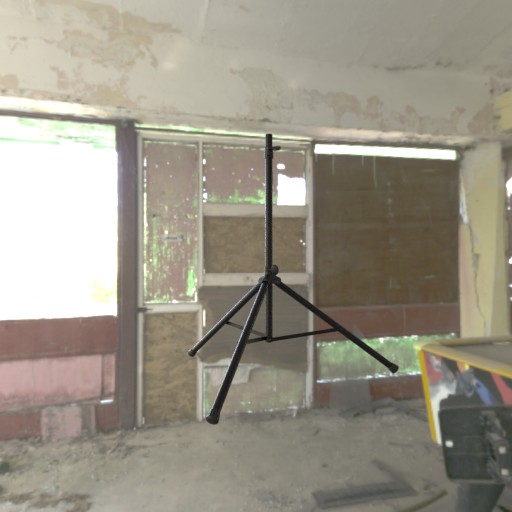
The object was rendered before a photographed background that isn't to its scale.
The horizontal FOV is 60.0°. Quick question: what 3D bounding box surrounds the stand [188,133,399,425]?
[{"bbox_3d":[0.000,0.000,2.696,1.596,1.595,1.339,0,0,20],"label":"stand"}]
